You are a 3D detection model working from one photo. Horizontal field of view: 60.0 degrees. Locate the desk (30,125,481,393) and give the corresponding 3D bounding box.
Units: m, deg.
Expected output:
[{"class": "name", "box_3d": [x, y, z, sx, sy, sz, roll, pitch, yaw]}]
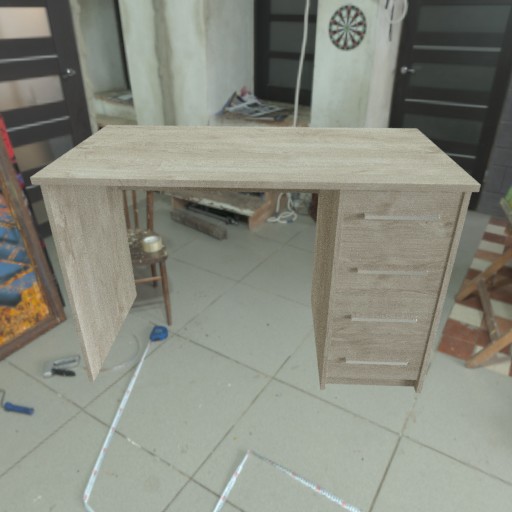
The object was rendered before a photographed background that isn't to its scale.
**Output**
[{"class": "desk", "box_3d": [0.000, 0.000, 1.496, 1.096, 0.730, 0.560, 1, 29, 2]}]
